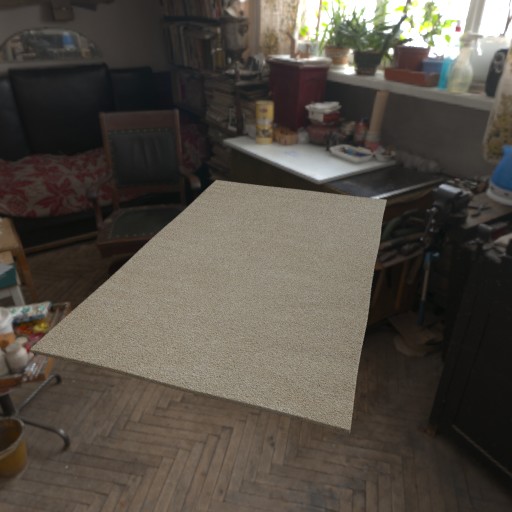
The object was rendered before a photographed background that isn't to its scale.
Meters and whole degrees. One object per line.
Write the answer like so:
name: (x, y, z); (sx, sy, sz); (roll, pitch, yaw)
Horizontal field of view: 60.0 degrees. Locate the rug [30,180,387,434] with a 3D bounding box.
rug: (0.000, 0.000, 2.864); (1.500, 0.025, 2.346); (9, 32, 15)
